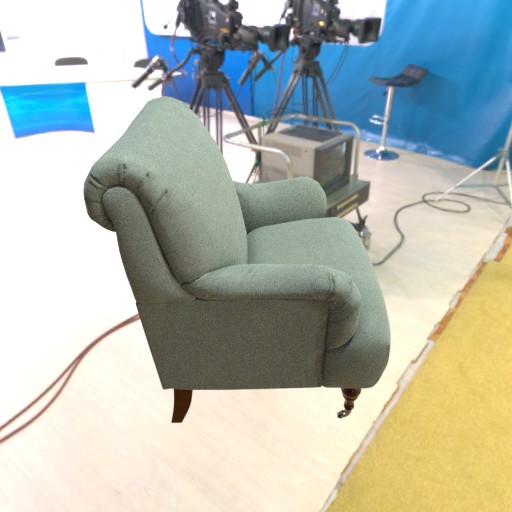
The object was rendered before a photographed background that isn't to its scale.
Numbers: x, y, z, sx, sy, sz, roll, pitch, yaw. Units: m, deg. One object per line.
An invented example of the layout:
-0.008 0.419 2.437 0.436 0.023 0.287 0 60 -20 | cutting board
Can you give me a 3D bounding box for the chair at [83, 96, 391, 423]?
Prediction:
0.000 0.000 1.945 1.060 1.178 0.964 0 32 0 | chair
